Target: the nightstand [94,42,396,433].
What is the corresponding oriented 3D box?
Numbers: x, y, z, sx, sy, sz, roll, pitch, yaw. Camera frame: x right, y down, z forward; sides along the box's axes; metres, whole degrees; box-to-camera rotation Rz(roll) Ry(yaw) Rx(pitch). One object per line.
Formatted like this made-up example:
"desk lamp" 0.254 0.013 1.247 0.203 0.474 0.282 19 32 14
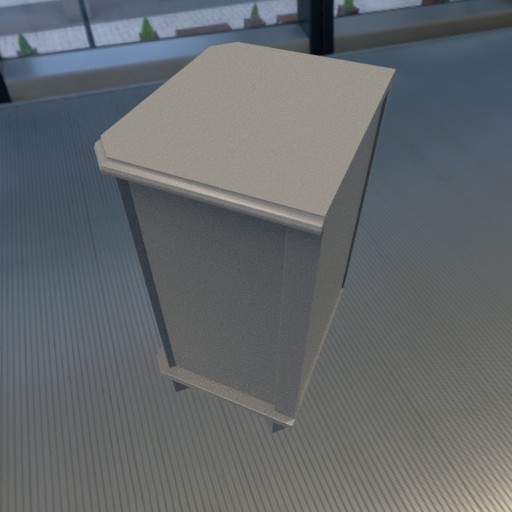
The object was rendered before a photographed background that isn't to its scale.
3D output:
"nightstand" 0.000 0.000 0.927 0.348 0.680 0.435 17 49 16
